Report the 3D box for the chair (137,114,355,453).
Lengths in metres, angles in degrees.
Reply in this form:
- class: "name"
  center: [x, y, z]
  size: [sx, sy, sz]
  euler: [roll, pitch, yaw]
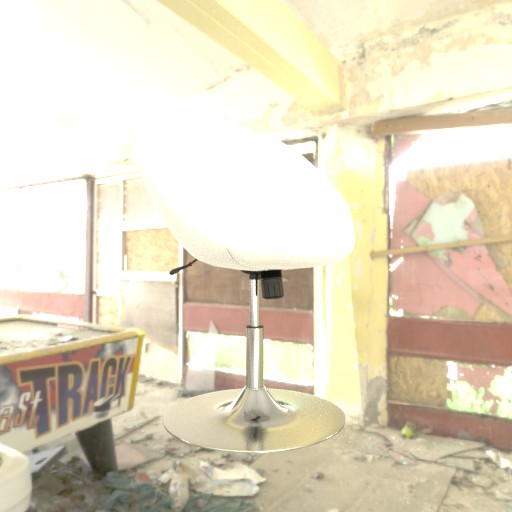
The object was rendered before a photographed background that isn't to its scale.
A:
- class: "chair"
  center: [0.000, 0.000, 1.767]
  size: [0.940, 1.261, 0.736]
  euler: [1, -1, -37]
